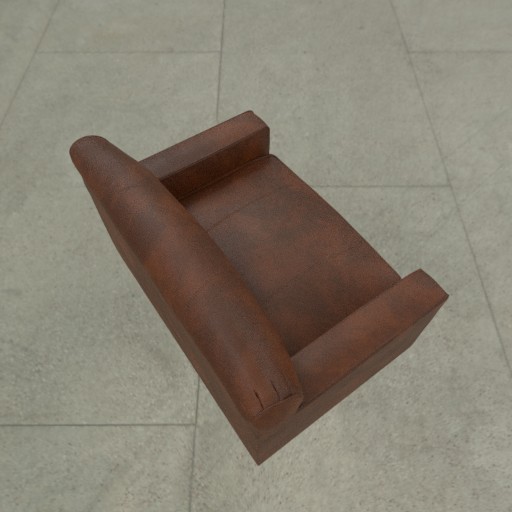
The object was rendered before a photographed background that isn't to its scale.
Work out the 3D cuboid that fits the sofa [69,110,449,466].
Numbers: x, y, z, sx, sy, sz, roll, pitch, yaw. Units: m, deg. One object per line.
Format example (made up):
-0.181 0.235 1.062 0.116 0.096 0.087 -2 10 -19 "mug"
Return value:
0.000 0.000 2.043 1.000 0.956 1.413 -31 62 -18 "sofa"
